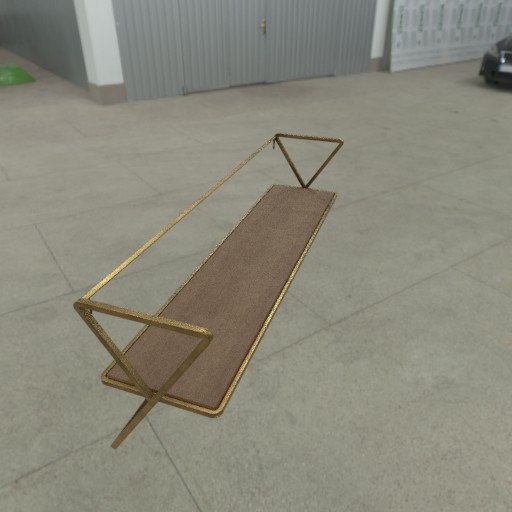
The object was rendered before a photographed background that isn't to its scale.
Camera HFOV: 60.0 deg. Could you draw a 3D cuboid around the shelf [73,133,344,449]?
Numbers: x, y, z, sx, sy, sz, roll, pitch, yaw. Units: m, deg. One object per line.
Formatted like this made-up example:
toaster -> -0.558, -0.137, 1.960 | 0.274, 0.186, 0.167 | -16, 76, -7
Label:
shelf -> 0.000, 0.000, 0.731 | 0.150, 0.229, 0.645 | 11, 32, 17
